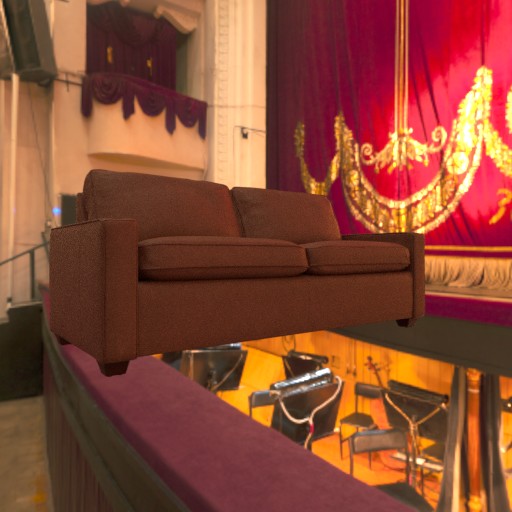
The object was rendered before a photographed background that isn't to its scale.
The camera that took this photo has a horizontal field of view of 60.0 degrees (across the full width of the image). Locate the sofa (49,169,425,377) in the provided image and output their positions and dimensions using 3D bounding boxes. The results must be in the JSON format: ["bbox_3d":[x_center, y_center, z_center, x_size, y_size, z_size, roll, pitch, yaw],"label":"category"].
[{"bbox_3d":[0.000,0.000,2.580,2.080,0.919,0.940,0,0,-36],"label":"sofa"}]
